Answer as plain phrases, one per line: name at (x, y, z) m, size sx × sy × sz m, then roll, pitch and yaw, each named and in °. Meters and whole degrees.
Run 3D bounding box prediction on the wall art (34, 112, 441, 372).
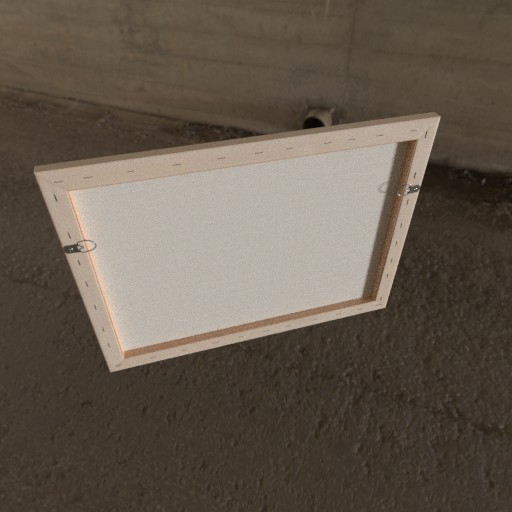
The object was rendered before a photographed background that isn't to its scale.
wall art at (0.000, 0.000, 1.599) m, size 1.219 × 0.912 × 0.042 m, roll -11°, pitch 43°, yaw -12°
